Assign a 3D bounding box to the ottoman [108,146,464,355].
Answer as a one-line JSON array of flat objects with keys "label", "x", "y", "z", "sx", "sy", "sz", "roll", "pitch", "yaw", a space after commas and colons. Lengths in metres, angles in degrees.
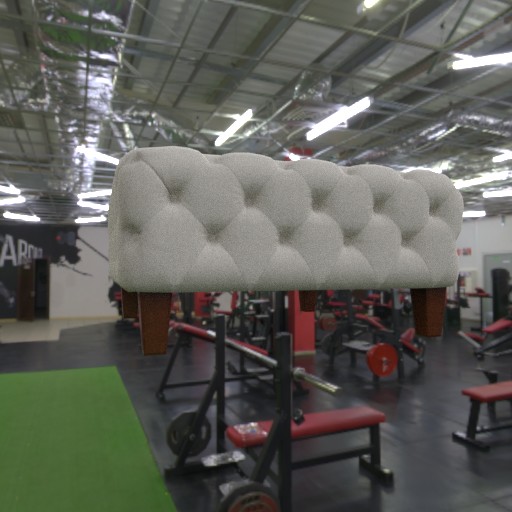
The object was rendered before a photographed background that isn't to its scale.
[{"label": "ottoman", "x": 0.000, "y": 0.000, "z": 1.203, "sx": 0.755, "sy": 0.376, "sz": 0.753, "roll": 1, "pitch": -2, "yaw": -20}]
